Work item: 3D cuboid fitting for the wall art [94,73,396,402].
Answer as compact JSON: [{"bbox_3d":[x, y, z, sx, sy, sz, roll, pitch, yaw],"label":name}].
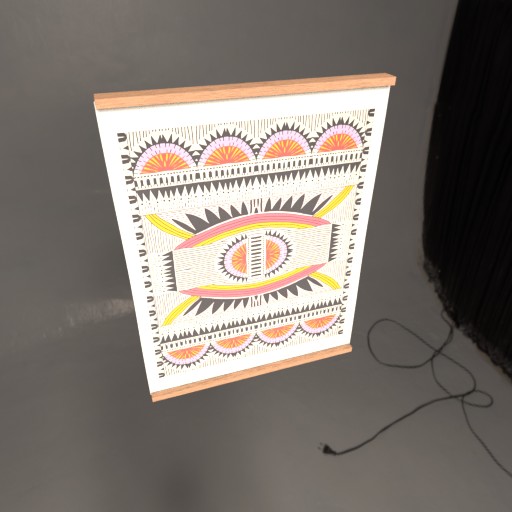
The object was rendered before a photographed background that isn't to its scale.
[{"bbox_3d":[0.000,0.000,0.716,0.403,0.527,0.028,-10,34,-15],"label":"wall art"}]
